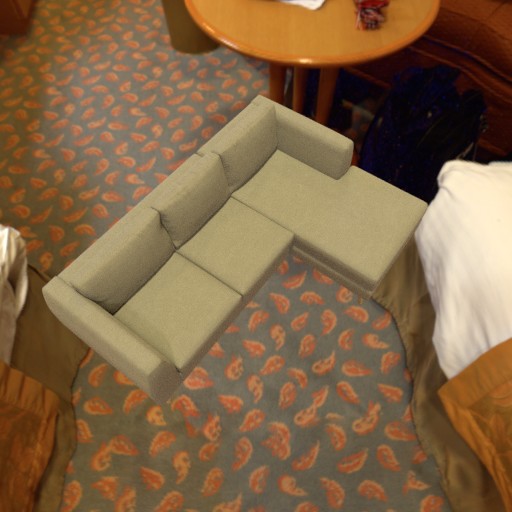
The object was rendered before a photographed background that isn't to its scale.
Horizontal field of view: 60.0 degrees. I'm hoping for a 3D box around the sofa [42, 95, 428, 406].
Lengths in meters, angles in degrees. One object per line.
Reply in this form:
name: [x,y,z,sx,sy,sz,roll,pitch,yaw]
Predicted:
sofa: [0.000,0.000,3.126,1.580,0.860,2.300,32,64,18]
